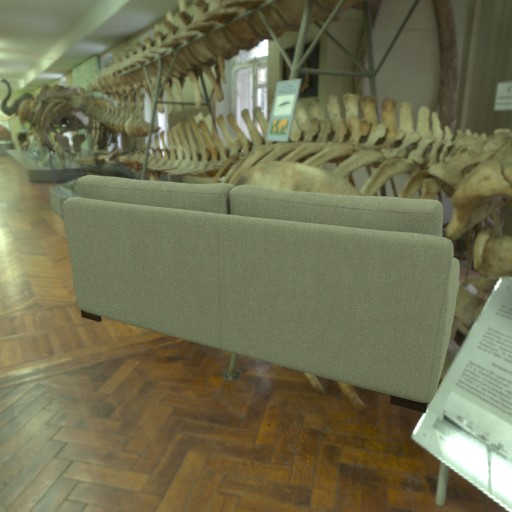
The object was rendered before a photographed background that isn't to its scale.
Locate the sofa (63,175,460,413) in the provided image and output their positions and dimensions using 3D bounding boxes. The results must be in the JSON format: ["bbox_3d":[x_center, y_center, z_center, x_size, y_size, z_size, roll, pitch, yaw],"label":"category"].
[{"bbox_3d":[0.000,0.000,2.814,2.354,0.980,0.962,9,19,27],"label":"sofa"}]
